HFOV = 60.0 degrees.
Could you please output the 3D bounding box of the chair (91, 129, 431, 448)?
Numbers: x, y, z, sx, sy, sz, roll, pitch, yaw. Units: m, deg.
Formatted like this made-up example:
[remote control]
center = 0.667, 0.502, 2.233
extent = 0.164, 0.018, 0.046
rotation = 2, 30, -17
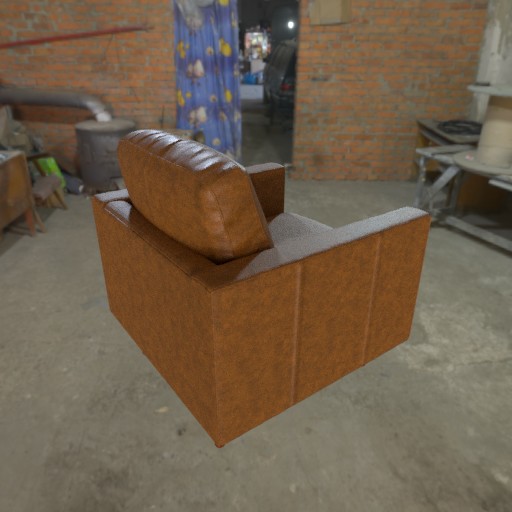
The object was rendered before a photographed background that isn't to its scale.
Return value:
[chair]
center = 0.000, 0.000, 1.686
extent = 0.909, 0.956, 0.890
rotation = -18, 31, -32
